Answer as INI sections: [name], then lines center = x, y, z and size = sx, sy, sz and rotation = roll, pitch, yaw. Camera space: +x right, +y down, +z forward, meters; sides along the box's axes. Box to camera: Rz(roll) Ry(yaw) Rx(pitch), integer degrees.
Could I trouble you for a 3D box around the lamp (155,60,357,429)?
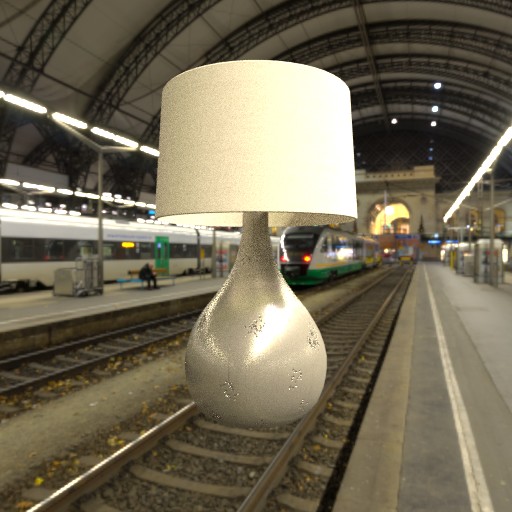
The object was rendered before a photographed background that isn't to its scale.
[lamp]
center = 0.000, 0.000, 0.741
size = 0.330, 0.521, 0.330
rotation = 0, 0, 0
